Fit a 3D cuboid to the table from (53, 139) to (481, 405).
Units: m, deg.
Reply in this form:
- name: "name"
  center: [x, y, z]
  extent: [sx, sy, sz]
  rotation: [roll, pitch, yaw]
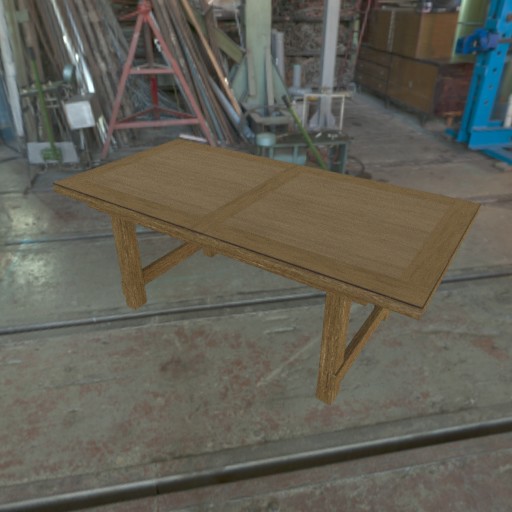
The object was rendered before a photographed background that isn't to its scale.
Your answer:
- name: "table"
  center: [0.000, 0.000, 2.477]
  extent: [1.982, 0.762, 1.000]
  rotation: [19, 36, 28]
